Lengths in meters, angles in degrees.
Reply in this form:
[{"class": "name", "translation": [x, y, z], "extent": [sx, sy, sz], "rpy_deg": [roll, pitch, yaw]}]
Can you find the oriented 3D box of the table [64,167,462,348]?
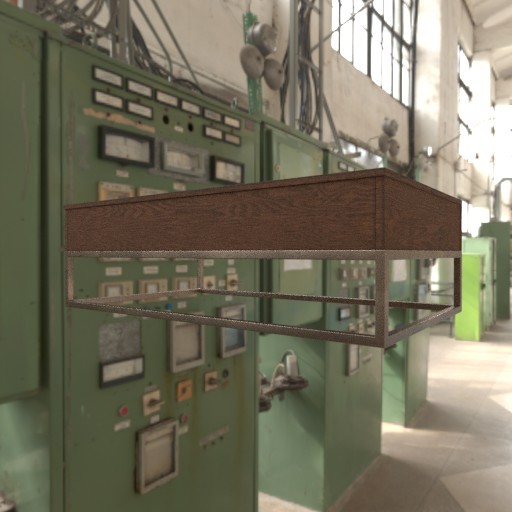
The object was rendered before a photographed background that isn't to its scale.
[{"class": "table", "translation": [0.000, 0.000, 1.516], "extent": [1.167, 0.361, 0.719], "rpy_deg": [0, 1, 37]}]
